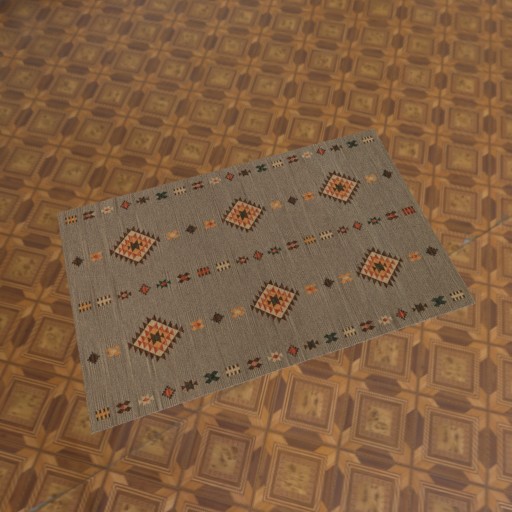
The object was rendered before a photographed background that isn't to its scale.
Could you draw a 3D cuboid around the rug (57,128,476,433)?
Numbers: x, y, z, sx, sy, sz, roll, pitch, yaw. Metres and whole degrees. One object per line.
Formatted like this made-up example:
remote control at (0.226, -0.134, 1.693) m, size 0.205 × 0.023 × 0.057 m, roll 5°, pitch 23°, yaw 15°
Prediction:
rug at (0.000, 0.000, 2.949) m, size 2.427 × 0.007 × 1.515 m, roll -17°, pitch 65°, yaw -8°
